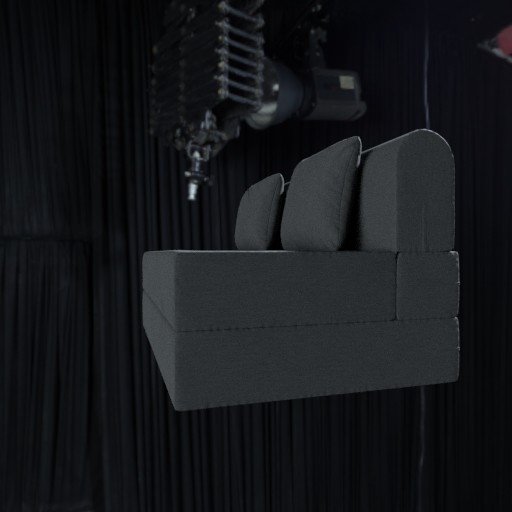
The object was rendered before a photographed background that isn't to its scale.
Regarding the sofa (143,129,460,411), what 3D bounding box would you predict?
[{"bbox_3d":[0.000,0.000,1.656,0.762,0.670,1.225,0,0,-18],"label":"sofa"}]
